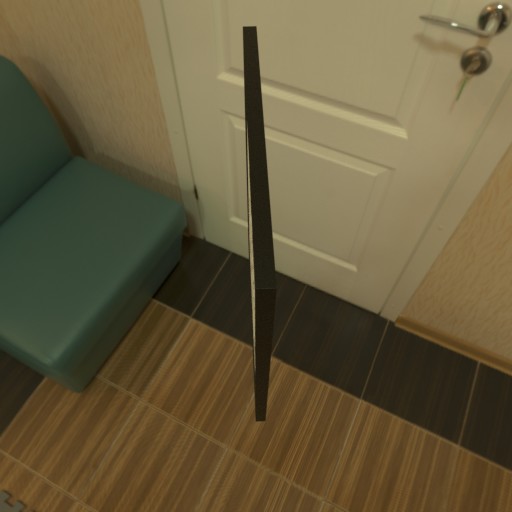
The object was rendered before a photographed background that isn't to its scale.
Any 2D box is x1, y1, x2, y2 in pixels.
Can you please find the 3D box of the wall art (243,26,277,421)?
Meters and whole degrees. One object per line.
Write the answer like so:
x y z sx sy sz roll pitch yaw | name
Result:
0.000 0.000 1.438 0.038 1.062 0.806 -2 58 -1 | wall art
